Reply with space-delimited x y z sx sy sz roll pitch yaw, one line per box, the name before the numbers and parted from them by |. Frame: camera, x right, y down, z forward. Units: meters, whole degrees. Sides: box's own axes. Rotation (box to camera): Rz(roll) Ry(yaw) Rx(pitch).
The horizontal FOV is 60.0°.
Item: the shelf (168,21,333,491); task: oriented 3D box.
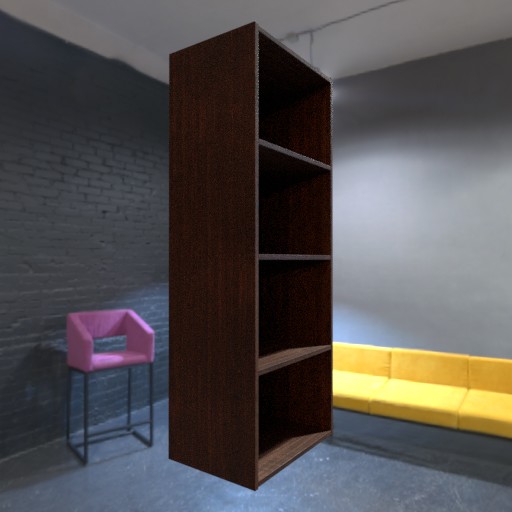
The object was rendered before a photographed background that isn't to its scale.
shelf | 0.000 0.000 1.286 0.290 1.099 0.415 0 -1 36
